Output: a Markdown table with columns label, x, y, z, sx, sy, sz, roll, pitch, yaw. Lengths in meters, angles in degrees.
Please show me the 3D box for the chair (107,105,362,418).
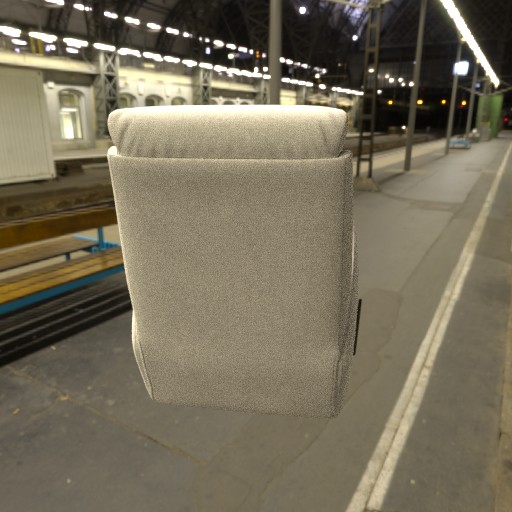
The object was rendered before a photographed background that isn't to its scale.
| label | x | y | z | sx | sy | sz | roll | pitch | yaw |
| --- | --- | --- | --- | --- | --- | --- | --- | --- | --- |
| chair | 0.000 | 0.000 | 1.613 | 0.812 | 1.015 | 0.941 | 2 | 17 | 8 |
